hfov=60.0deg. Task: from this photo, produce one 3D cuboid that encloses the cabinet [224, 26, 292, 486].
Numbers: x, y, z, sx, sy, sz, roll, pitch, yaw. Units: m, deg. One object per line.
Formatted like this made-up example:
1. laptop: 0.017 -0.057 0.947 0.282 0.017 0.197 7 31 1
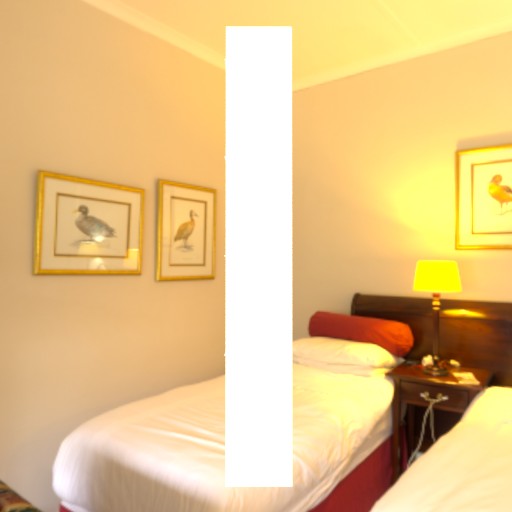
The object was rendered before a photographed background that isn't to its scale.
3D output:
1. cabinet: 0.000 0.000 1.830 0.255 1.630 0.520 0 -1 0
